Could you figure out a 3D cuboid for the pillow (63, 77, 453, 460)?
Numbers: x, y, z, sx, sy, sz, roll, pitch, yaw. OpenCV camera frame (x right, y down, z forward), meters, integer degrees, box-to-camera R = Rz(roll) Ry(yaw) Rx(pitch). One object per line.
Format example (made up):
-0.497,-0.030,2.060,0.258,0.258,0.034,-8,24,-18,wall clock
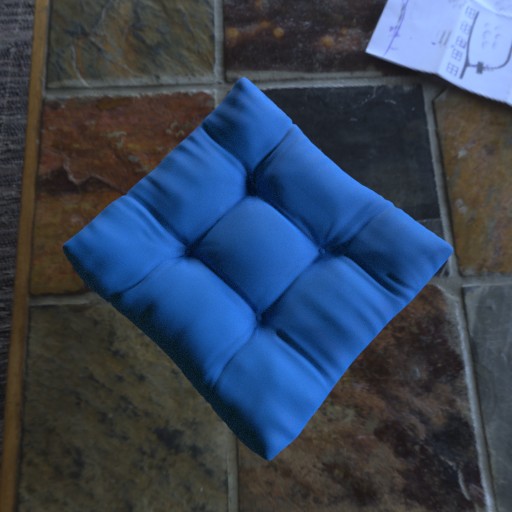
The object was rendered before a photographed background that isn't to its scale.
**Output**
0.000,0.000,0.768,0.490,0.128,0.468,42,79,10,pillow
